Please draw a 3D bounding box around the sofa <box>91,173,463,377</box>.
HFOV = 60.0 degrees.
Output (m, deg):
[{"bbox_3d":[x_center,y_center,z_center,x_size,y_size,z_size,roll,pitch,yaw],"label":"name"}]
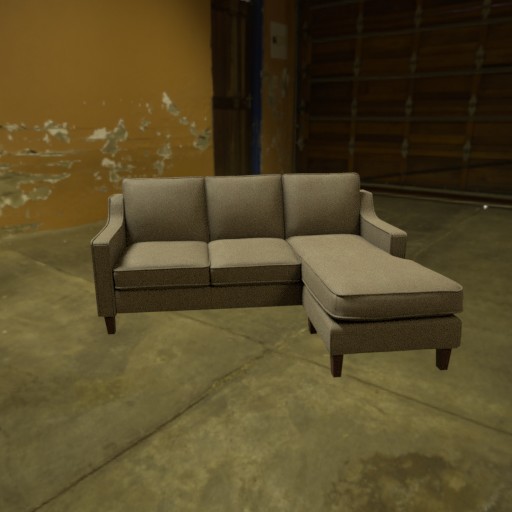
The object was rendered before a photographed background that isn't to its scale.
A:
[{"bbox_3d":[0.000,0.000,3.308,2.317,1.081,1.858,-2,16,-7],"label":"sofa"}]
